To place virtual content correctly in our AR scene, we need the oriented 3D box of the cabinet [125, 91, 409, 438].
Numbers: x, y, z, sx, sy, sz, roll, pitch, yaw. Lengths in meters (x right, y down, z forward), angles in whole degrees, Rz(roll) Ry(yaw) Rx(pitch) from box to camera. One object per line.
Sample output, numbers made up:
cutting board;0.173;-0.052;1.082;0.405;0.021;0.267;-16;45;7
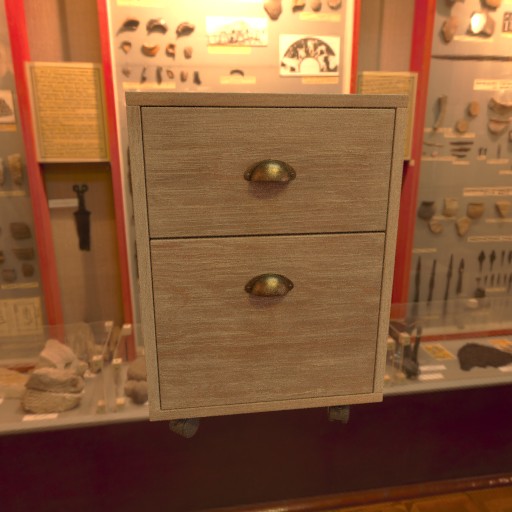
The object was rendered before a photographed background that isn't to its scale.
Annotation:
cabinet;0.000;0.000;0.876;0.409;0.579;0.401;-2;16;-8
